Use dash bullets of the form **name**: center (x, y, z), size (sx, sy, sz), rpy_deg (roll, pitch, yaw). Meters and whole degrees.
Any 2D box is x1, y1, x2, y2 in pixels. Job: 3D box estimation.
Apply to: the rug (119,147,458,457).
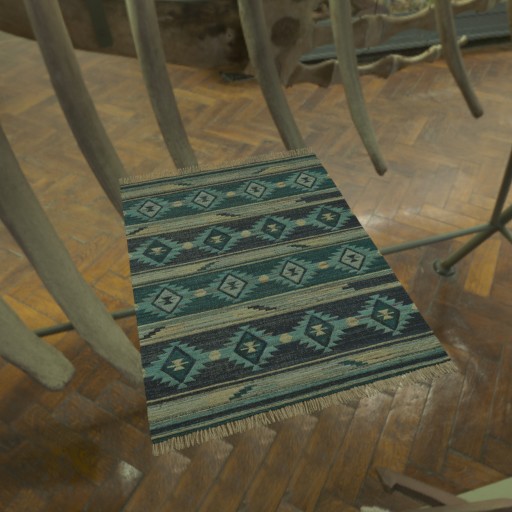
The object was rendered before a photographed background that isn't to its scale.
- **rug**: center (0.000, 0.000, 4.353), size (2.418, 0.047, 3.307), rpy_deg (-12, 48, -11)
